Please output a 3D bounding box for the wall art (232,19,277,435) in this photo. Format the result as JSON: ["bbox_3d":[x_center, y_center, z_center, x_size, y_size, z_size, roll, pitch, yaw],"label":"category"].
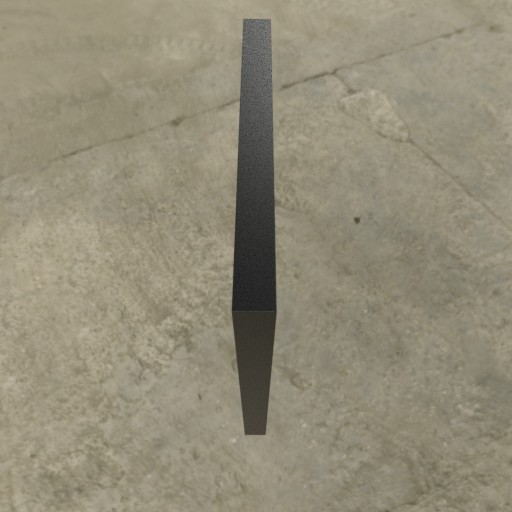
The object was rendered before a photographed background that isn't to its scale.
[{"bbox_3d":[0.000,0.000,0.520,0.028,0.380,0.325,0,57,0],"label":"wall art"}]
